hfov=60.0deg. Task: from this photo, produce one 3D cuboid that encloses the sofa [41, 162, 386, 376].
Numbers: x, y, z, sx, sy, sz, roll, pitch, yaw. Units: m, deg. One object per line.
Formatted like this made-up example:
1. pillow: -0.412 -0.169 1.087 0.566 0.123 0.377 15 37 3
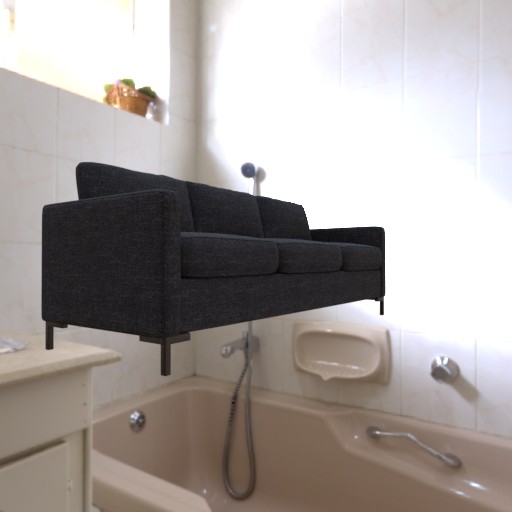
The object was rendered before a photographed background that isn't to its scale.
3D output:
1. sofa: 0.000 0.000 2.685 0.859 0.874 2.218 0 -1 36
